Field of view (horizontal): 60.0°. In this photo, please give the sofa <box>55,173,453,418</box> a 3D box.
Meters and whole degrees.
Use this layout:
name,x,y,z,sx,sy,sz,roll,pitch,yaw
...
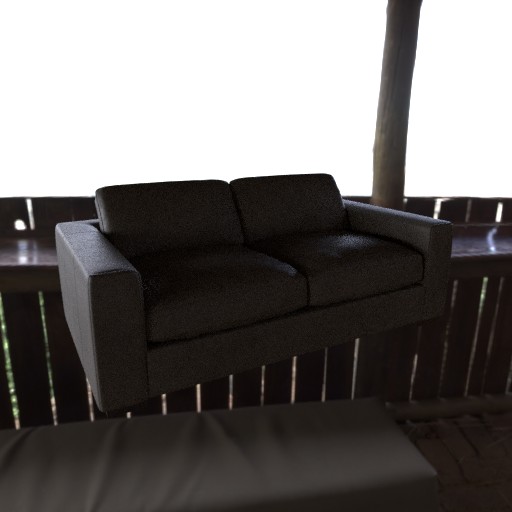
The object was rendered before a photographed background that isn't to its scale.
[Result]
name,x,y,z,sx,sy,sz,roll,pitch,yaw
sofa,0.000,0.000,2.440,1.920,0.800,1.070,-9,18,-28
